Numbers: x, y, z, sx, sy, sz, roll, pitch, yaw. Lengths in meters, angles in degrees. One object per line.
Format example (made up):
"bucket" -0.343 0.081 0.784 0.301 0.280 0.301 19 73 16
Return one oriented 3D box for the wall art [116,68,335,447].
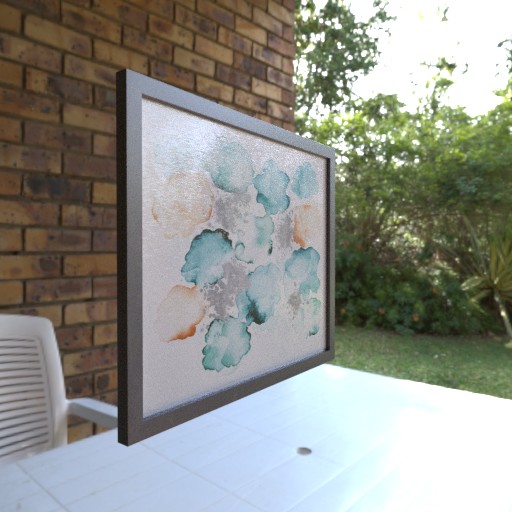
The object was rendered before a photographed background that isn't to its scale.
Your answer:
"wall art" 0.000 0.000 0.922 0.026 0.558 0.660 1 1 37
